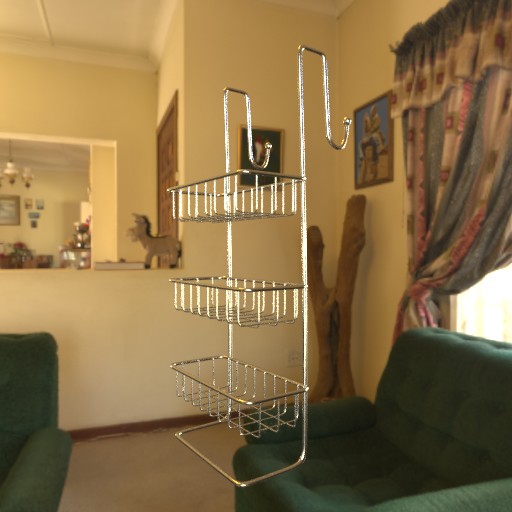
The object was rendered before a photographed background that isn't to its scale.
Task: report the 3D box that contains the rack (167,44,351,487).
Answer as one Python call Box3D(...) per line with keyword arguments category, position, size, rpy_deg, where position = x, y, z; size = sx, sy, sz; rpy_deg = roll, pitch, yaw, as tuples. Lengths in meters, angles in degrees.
Box3D(category="rack", position=(0.000, 0.000, 0.677), size=(0.202, 0.574, 0.228), rpy_deg=(-1, 1, -35))
